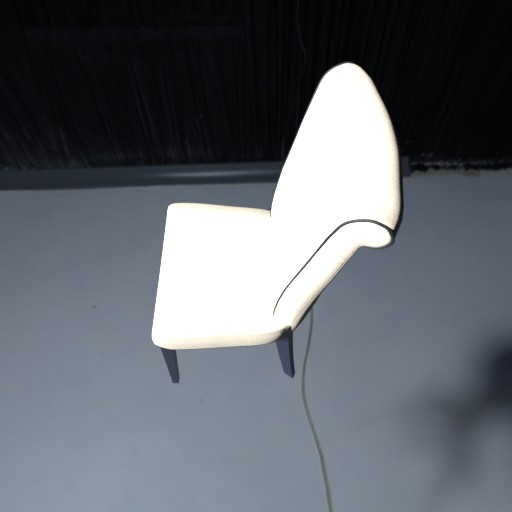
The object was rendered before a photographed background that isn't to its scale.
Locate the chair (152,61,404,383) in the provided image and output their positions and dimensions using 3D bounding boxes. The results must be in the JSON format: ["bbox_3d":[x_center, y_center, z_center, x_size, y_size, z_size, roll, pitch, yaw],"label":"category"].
[{"bbox_3d":[0.000,0.000,1.362,0.623,0.997,0.522,0,57,0],"label":"chair"}]
